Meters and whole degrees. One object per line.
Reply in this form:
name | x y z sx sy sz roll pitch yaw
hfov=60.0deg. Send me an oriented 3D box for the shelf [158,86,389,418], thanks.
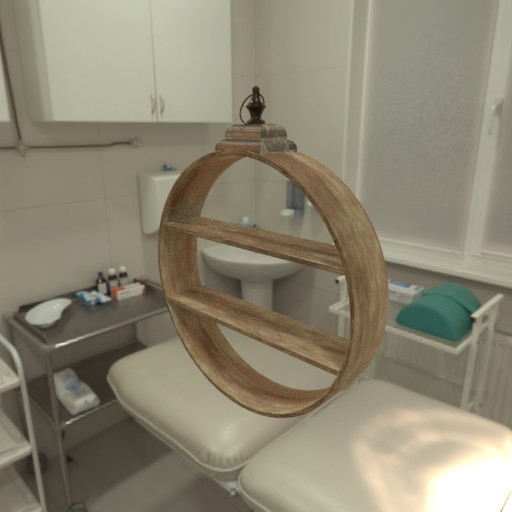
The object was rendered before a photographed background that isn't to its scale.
shelf | 0.000 0.000 1.010 0.601 0.725 0.125 15 22 41
